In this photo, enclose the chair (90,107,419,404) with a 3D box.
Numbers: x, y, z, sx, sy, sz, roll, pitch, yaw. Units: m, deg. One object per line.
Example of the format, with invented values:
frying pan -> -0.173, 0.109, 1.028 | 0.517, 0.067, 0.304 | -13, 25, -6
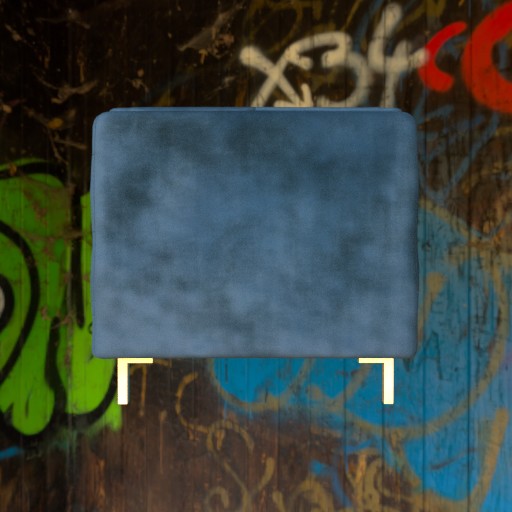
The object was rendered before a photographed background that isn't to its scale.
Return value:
chair -> 0.000, 0.000, 1.547 | 0.868, 0.771, 0.877 | 0, 0, 0
